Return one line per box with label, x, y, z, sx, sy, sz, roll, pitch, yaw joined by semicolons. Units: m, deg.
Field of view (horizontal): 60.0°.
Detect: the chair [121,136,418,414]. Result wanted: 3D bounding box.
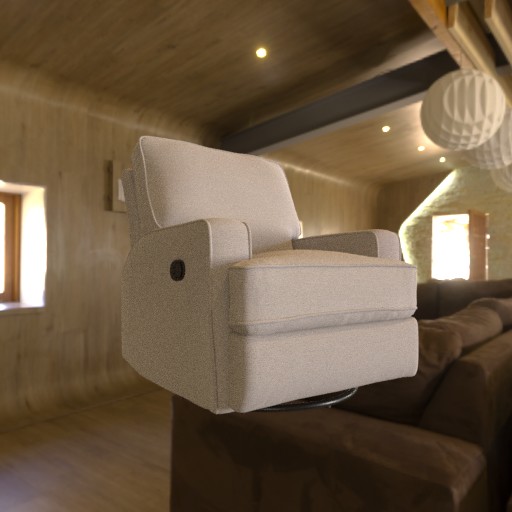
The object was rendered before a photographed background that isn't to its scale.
chair;0.000;0.000;1.716;0.861;0.964;0.969;1;-2;-36
